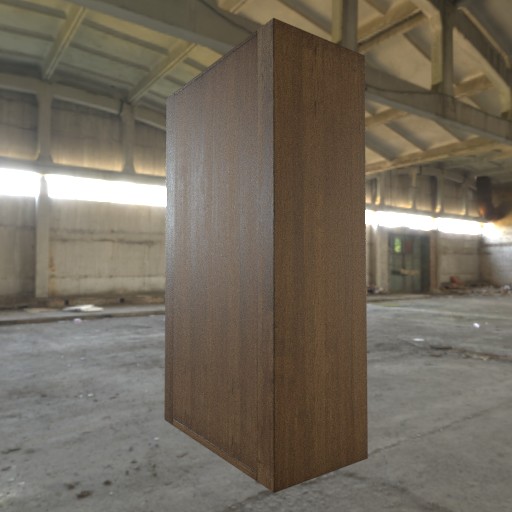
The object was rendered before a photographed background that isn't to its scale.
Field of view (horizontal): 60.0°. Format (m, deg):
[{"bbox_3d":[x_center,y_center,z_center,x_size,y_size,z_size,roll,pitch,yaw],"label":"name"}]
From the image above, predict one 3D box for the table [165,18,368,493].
[{"bbox_3d":[0.000,0.000,2.484,0.600,2.000,1.100,1,-2,-35],"label":"table"}]
